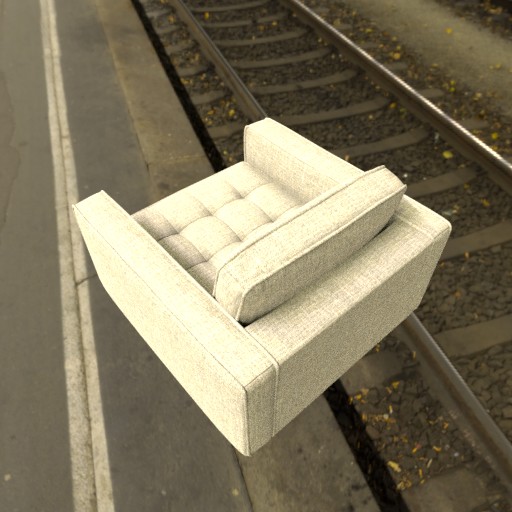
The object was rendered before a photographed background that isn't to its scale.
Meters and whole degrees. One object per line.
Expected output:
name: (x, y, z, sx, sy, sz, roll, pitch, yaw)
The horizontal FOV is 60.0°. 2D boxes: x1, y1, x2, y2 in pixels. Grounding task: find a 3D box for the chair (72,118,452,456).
chair: (0.000, 0.000, 1.572, 0.889, 0.765, 0.914, -32, 54, -27)
